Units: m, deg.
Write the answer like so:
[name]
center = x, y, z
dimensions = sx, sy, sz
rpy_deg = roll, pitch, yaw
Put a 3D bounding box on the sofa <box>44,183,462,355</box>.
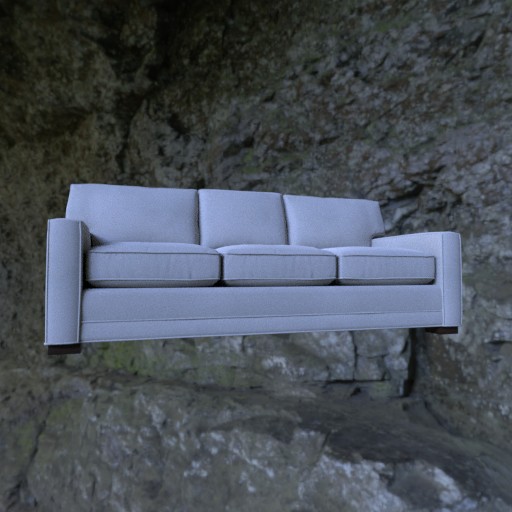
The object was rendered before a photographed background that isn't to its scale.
[sofa]
center = 0.000, 0.000, 2.547
dimensions = 2.088, 0.862, 0.935
rpy_deg = 1, -2, -18
